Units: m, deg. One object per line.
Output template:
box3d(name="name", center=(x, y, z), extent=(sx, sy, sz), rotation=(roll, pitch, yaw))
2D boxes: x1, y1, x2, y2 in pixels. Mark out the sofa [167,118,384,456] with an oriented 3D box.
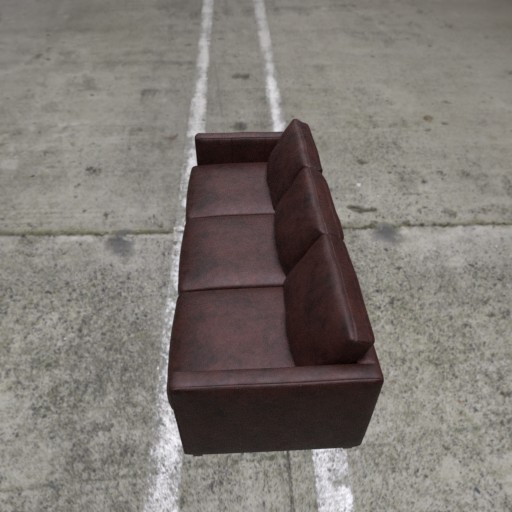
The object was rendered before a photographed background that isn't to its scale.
box3d(name="sofa", center=(0.000, 0.000, 3.071), extent=(1.045, 1.006, 2.464), rotation=(-2, 42, -2))
